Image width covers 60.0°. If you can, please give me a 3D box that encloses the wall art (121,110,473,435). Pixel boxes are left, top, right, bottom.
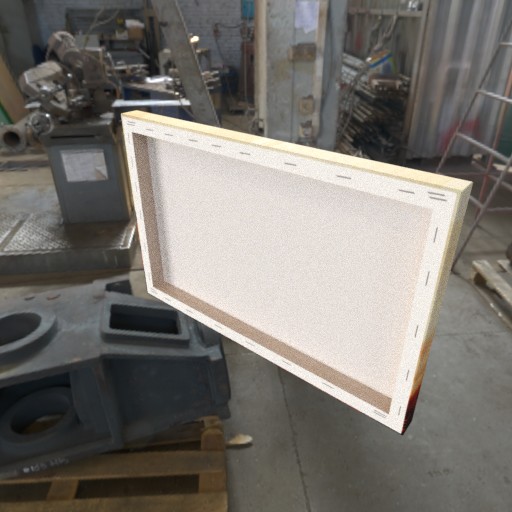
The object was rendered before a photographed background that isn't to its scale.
[{"bbox_3d":[0.000,0.000,0.764,0.613,0.402,0.040,22,36,33],"label":"wall art"}]
